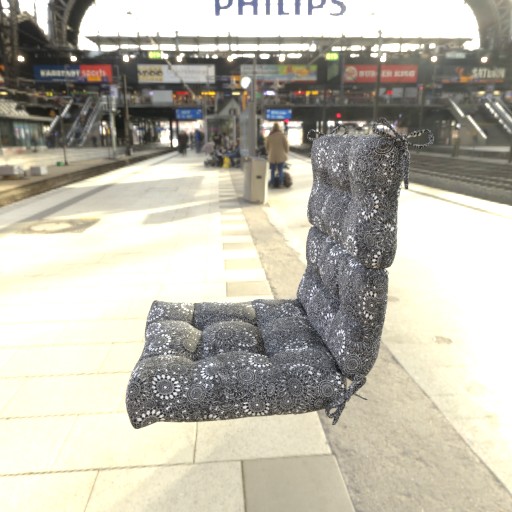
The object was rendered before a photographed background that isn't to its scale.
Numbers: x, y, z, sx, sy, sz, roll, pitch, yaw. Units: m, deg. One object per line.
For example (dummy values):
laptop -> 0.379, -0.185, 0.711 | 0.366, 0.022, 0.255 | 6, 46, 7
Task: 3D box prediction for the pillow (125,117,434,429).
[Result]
pillow -> 0.000, 0.000, 1.036 | 0.571, 0.605, 0.519 | -2, 15, -7
